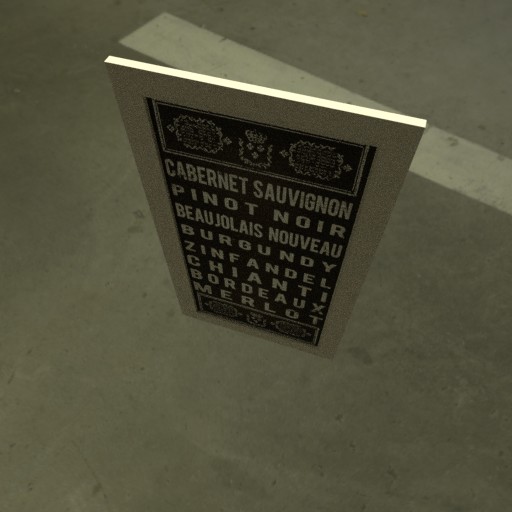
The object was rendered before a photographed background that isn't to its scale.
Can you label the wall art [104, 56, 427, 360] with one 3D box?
[{"bbox_3d":[0.000,0.000,0.787,0.380,0.683,0.013,15,58,10],"label":"wall art"}]
